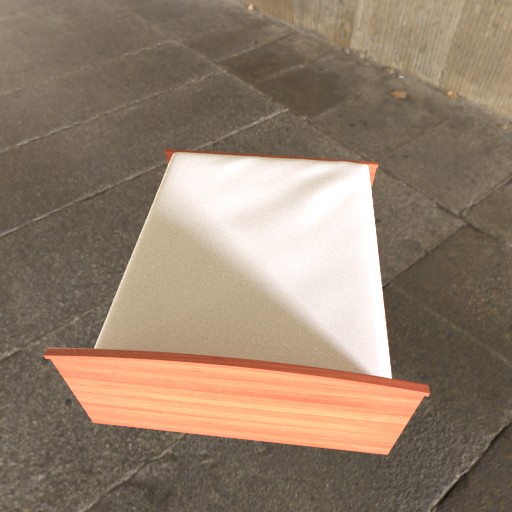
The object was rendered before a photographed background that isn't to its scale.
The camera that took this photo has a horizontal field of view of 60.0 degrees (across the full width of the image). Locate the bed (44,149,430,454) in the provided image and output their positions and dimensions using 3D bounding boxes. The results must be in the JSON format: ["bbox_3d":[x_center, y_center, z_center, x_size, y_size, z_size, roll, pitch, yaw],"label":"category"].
[{"bbox_3d":[0.000,0.000,2.867,1.683,0.848,2.053,5,47,4],"label":"bed"}]
